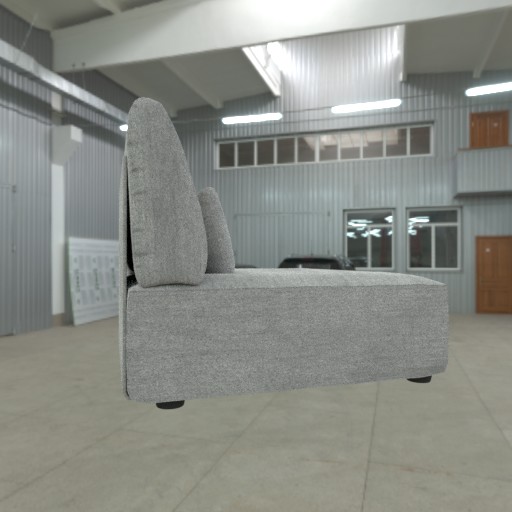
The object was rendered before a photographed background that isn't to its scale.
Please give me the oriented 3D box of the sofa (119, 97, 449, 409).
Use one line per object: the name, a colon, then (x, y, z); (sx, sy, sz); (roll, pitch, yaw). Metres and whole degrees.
sofa: (0.000, 0.000, 1.708); (1.000, 0.820, 0.930); (0, 0, -18)
